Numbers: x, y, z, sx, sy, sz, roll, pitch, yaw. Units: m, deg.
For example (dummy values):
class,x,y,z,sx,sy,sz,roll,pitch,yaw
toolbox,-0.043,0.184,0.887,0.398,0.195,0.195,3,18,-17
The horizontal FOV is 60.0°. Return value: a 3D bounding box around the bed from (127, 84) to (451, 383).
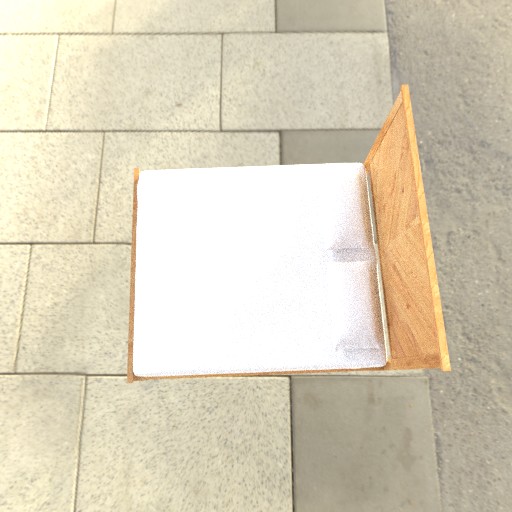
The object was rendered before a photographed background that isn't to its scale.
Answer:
class,x,y,z,sx,sy,sz,roll,pitch,yaw
bed,0.000,0.000,3.643,2.201,1.686,1.936,-2,75,-1
